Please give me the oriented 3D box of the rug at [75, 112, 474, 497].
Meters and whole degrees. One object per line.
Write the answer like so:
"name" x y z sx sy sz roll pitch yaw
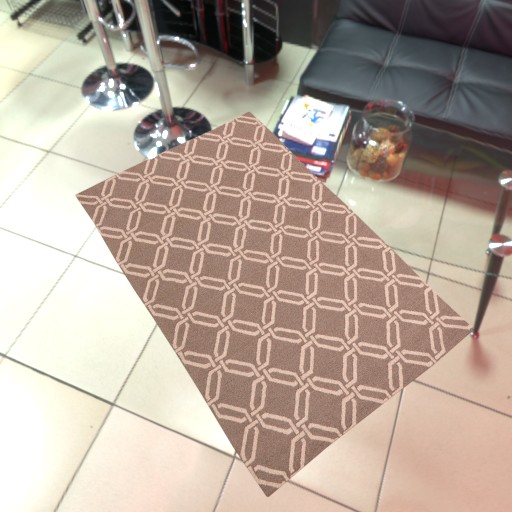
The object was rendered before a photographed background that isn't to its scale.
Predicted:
"rug" 0.000 0.000 2.155 1.142 0.010 1.748 -31 63 -18
